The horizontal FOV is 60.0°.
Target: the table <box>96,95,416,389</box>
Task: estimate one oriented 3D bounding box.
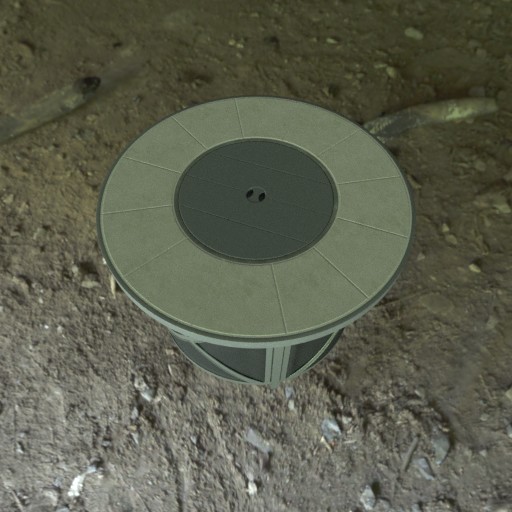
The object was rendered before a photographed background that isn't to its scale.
[{"bbox_3d":[0.000,0.000,1.562,0.914,0.650,0.914,0,57,0],"label":"table"}]
